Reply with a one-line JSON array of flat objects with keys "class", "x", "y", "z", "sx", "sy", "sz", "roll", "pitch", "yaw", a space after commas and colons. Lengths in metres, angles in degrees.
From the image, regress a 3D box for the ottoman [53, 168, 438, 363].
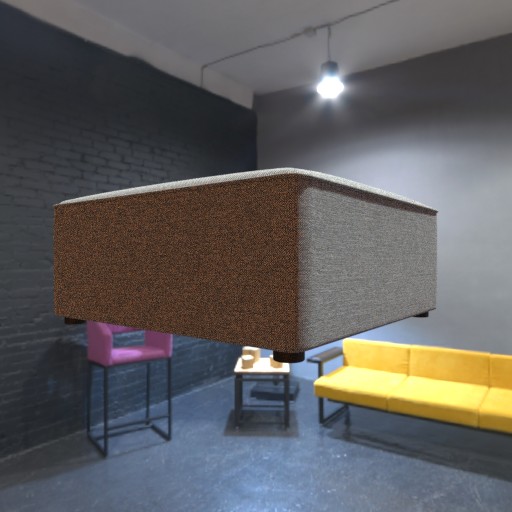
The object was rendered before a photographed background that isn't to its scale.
[{"class": "ottoman", "x": 0.000, "y": 0.000, "z": 1.587, "sx": 1.005, "sy": 0.455, "sz": 1.005, "roll": 0, "pitch": 0, "yaw": 38}]
